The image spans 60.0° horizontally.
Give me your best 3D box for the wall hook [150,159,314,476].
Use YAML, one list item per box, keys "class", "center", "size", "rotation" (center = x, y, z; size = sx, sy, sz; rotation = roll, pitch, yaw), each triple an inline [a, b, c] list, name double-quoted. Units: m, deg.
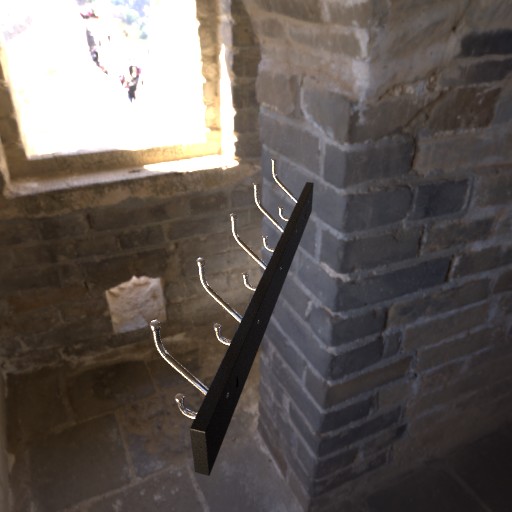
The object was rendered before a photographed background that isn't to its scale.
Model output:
- class: "wall hook"
  center: [0.000, 0.000, 0.609]
  size: [0.071, 0.117, 0.571]
  rotation: [8, 32, 13]
